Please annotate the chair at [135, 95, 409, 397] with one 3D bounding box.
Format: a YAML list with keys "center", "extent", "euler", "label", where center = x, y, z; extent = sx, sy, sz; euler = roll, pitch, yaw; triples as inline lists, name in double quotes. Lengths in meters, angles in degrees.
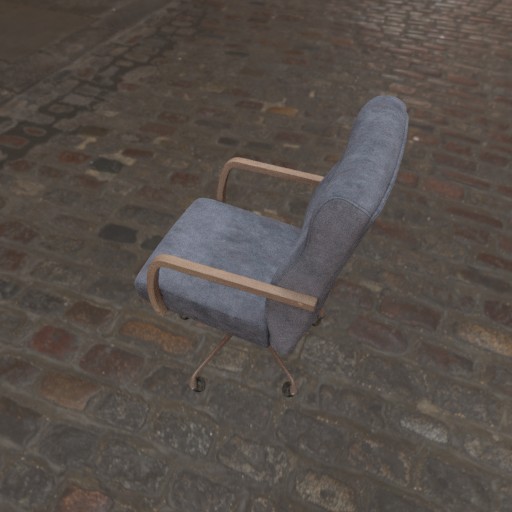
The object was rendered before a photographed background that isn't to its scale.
- center: [0.000, 0.000, 1.485]
  extent: [0.741, 1.029, 0.640]
  euler: [16, 48, 15]
  label: "chair"
